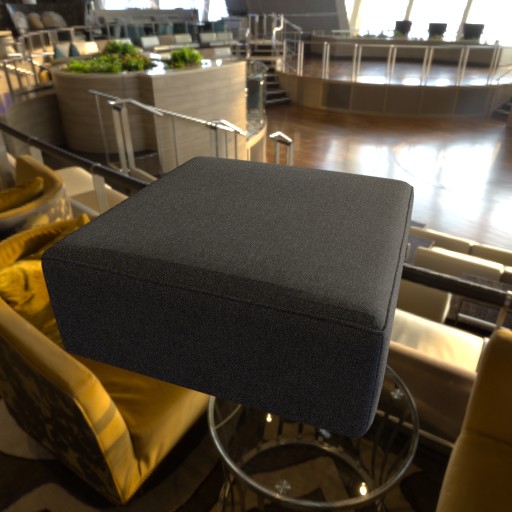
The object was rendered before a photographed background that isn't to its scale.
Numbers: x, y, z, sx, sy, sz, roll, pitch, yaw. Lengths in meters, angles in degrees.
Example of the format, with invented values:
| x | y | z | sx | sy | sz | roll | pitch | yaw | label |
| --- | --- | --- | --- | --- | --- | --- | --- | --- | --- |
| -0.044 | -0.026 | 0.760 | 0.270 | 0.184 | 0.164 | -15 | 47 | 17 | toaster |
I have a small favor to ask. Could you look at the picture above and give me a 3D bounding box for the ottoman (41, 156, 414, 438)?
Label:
| x | y | z | sx | sy | sz | roll | pitch | yaw | label |
| --- | --- | --- | --- | --- | --- | --- | --- | --- | --- |
| 0.000 | 0.000 | 1.592 | 1.000 | 0.439 | 1.000 | 11 | 32 | 18 | ottoman |
